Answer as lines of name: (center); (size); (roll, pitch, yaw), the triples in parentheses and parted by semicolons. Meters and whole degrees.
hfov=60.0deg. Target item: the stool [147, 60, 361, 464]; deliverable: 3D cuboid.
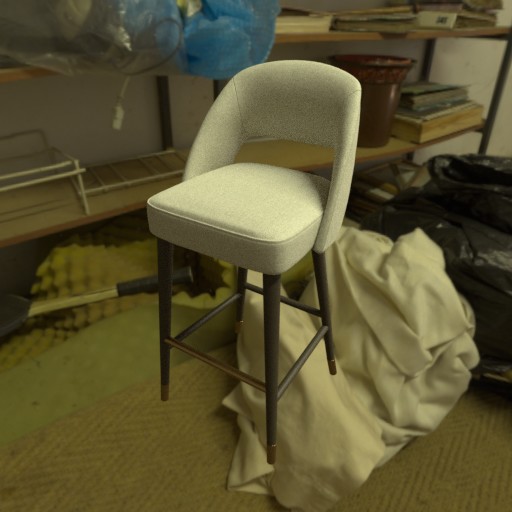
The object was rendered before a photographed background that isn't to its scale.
stool: (0.000, 0.000, 1.331); (0.494, 1.037, 0.509); (18, 35, 29)
